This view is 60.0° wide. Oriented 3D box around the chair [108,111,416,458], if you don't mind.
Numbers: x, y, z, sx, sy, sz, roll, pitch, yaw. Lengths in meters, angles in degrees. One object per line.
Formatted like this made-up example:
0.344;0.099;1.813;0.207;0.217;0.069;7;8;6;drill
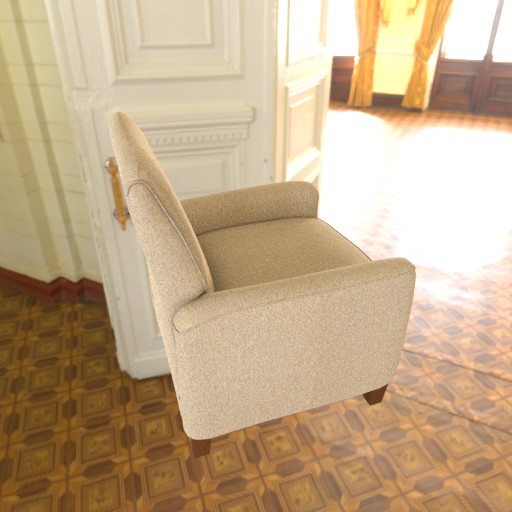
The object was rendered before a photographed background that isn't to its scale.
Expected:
0.000;0.000;1.616;0.864;1.014;0.848;-10;32;-17;chair
